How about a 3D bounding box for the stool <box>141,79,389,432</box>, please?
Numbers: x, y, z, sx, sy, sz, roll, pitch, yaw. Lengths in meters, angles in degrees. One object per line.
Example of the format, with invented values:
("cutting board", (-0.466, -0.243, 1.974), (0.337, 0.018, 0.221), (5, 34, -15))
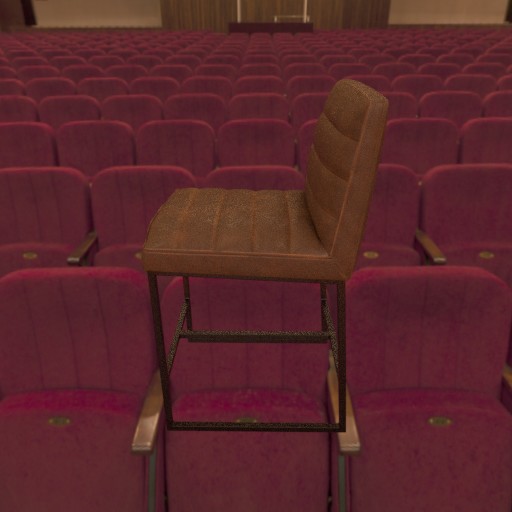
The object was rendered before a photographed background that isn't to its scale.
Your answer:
("stool", (0.000, 0.000, 1.292), (0.562, 0.942, 0.463), (0, 27, 1))
